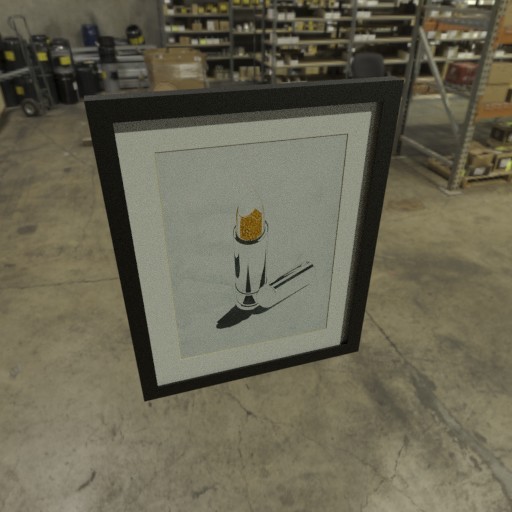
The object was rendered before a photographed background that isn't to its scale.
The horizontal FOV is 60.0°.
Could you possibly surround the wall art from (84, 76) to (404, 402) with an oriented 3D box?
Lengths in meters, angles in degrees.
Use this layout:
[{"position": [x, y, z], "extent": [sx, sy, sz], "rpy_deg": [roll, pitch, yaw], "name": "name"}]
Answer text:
[{"position": [0.000, 0.000, 0.769], "extent": [0.457, 0.559, 0.029], "rpy_deg": [-9, 33, -14], "name": "wall art"}]
